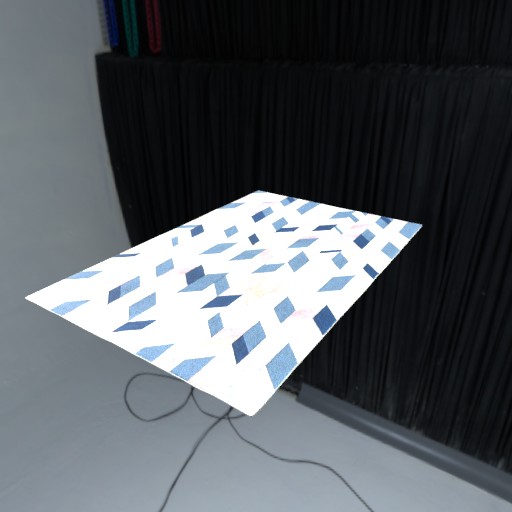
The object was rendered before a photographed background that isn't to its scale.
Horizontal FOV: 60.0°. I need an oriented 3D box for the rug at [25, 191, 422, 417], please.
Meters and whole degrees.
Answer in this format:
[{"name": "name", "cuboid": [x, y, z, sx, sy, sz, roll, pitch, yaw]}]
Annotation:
[{"name": "rug", "cuboid": [0.000, 0.000, 2.297, 1.202, 0.006, 1.813, 17, 31, 30]}]
